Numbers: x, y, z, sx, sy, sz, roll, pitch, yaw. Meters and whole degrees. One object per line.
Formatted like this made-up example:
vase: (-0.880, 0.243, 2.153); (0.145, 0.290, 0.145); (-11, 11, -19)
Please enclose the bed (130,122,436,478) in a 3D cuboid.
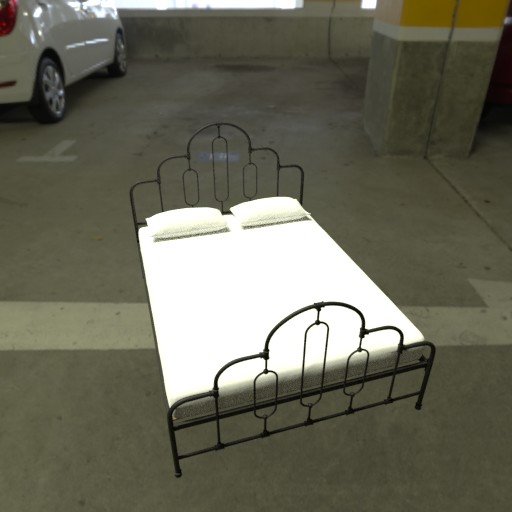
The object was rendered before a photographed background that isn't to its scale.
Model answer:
bed: (0.000, 0.000, 3.250); (1.640, 1.429, 2.163); (-9, 32, -15)
